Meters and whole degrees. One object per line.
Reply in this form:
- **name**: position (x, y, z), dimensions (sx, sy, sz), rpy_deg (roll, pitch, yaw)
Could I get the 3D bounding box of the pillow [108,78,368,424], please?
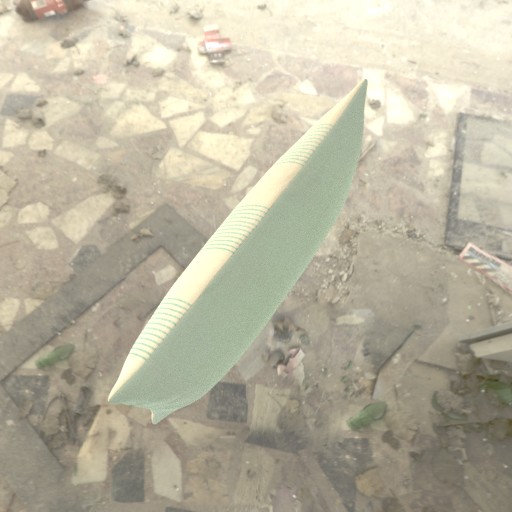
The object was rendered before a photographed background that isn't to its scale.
- **pillow**: position (0.000, 0.000, 0.734), dimensions (0.151, 0.287, 0.610), rpy_deg (32, 69, 14)
